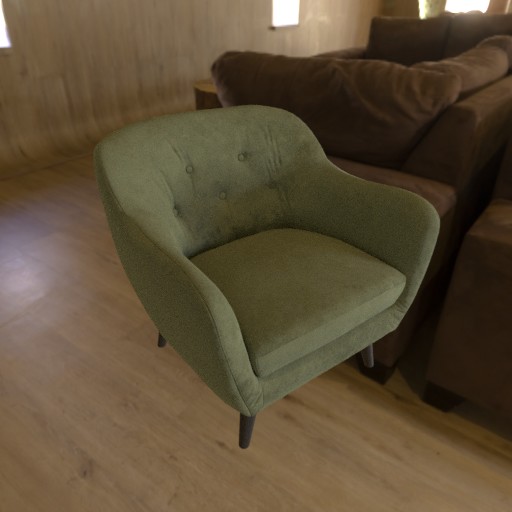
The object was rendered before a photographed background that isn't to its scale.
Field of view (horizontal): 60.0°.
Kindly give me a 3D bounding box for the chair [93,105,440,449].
[{"bbox_3d":[0.000,0.000,1.460,0.840,0.804,0.819,-21,36,-31],"label":"chair"}]
